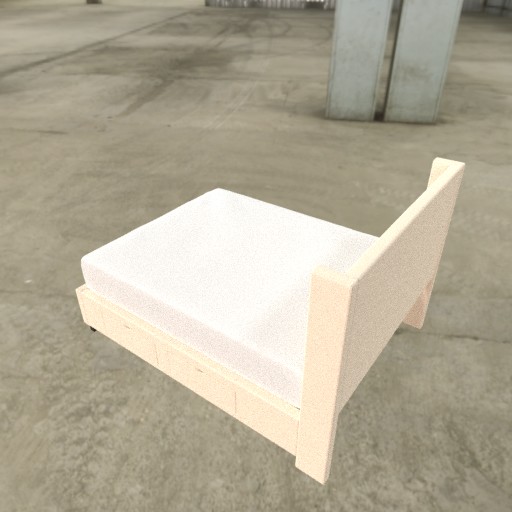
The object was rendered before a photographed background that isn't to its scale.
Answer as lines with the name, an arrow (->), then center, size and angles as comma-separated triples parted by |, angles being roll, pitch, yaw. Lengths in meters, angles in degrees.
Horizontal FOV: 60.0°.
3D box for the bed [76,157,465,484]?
bed -> 0.000, 0.000, 3.395 | 2.280, 1.471, 1.765 | 21, 38, 30
